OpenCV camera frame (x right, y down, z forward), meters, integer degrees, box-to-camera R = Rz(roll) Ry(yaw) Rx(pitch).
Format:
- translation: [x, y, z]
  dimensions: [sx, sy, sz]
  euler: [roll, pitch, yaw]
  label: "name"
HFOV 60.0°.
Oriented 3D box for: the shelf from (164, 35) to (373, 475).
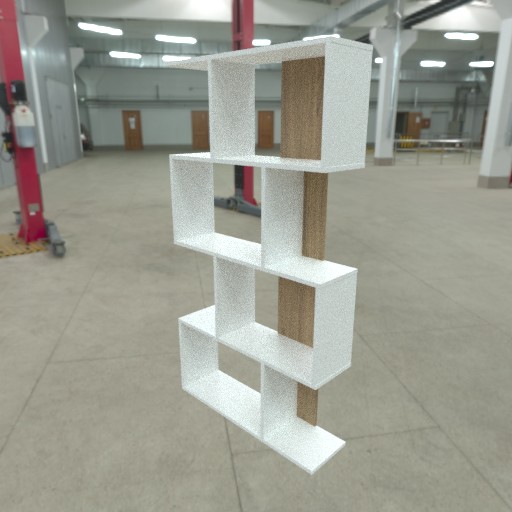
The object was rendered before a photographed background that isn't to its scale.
- translation: [0.000, 0.000, 1.978]
  dimensions: [0.890, 1.650, 0.250]
  euler: [16, 23, 42]
  label: "shelf"
